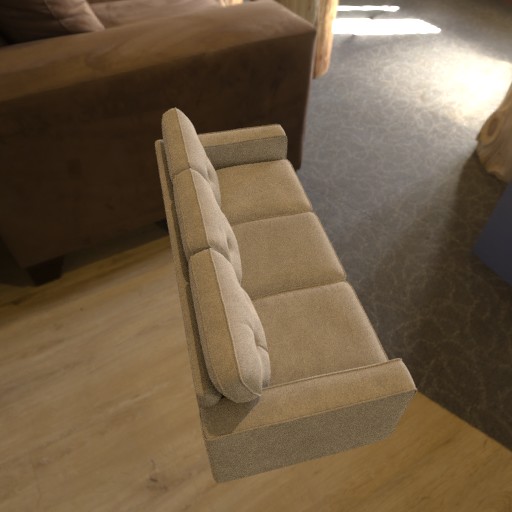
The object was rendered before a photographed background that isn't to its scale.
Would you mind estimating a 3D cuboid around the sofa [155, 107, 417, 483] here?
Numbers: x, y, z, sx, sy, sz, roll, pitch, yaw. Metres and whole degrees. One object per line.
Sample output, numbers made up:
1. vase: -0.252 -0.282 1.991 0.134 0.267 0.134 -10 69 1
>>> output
1. sofa: 0.000 0.000 2.600 0.939 0.965 2.133 -10 49 -9
